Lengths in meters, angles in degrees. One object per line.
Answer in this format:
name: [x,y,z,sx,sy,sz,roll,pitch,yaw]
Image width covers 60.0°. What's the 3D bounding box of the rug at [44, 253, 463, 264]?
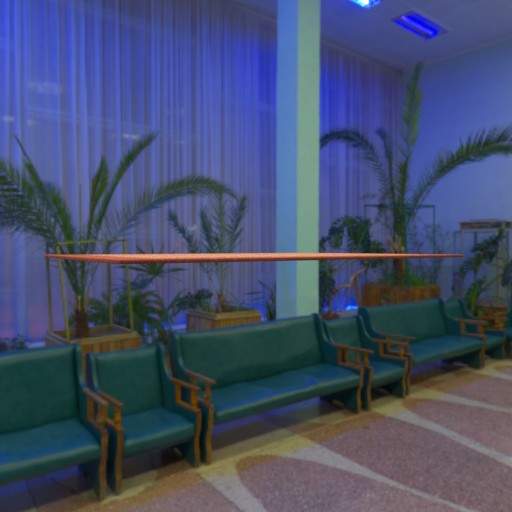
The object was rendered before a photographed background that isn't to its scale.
rug: [0.000,0.000,2.318,1.829,0.014,1.219,-1,1,-35]
